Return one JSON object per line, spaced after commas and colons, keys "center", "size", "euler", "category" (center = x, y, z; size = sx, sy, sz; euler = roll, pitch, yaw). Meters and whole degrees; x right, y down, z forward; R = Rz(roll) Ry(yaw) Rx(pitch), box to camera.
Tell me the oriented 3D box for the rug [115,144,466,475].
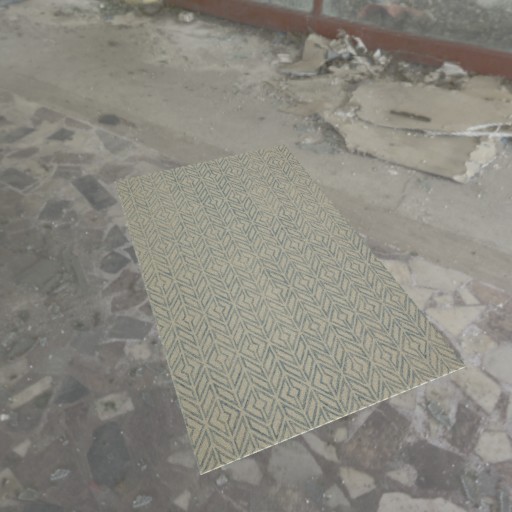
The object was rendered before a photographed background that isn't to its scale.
{"center": [0.000, 0.000, 3.039], "size": [1.526, 0.008, 2.441], "euler": [-16, 48, -15], "category": "rug"}
